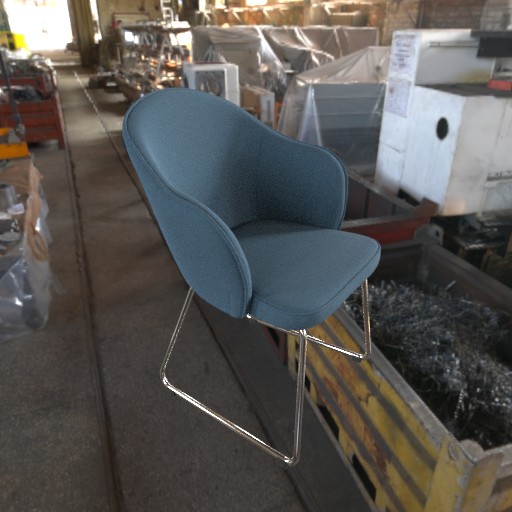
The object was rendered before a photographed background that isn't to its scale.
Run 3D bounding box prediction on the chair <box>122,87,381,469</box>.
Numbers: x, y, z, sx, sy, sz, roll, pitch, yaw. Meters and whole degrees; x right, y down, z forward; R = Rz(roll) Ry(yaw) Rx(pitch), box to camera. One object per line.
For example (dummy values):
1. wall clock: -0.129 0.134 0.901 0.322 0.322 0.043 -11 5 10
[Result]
1. chair: 0.000 0.000 1.198 0.585 0.815 0.570 17 32 30
